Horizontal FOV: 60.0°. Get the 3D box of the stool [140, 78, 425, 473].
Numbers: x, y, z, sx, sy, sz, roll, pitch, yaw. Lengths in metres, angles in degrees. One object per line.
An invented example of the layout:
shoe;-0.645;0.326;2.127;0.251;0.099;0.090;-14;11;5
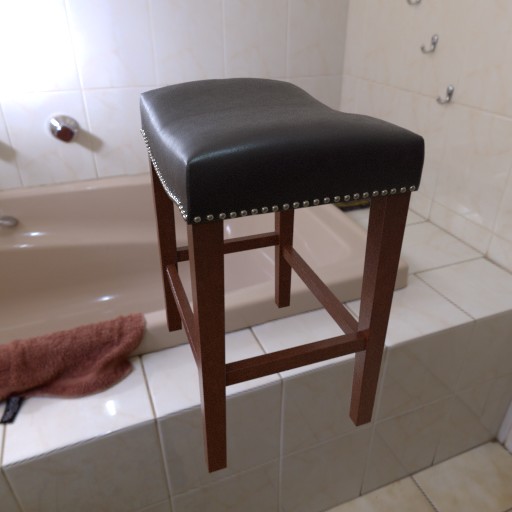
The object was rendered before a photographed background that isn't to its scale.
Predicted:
stool;0.000;0.000;0.947;0.372;0.654;0.504;-10;32;-17
